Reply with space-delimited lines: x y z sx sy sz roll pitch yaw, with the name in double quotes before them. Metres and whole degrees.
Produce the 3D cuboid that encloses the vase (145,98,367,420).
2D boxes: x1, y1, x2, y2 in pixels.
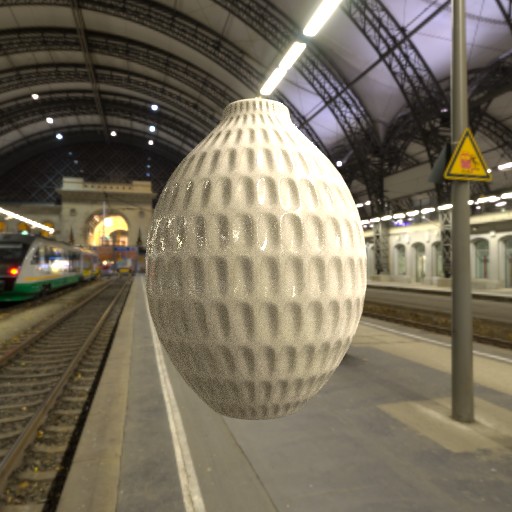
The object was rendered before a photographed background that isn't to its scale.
"vase" 0.000 0.000 0.334 0.162 0.223 0.162 0 -1 0
